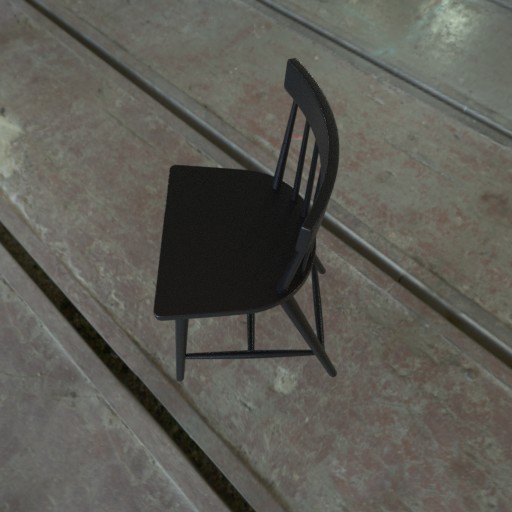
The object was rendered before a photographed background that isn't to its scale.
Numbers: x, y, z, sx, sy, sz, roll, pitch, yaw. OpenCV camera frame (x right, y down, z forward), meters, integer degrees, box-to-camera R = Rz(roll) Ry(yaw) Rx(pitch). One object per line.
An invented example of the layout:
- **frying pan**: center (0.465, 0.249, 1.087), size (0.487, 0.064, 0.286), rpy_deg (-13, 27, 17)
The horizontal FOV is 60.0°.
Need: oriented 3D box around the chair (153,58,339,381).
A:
- **chair**: center (0.000, 0.000, 1.283), size (0.572, 0.952, 0.483), rpy_deg (-1, 59, 0)
